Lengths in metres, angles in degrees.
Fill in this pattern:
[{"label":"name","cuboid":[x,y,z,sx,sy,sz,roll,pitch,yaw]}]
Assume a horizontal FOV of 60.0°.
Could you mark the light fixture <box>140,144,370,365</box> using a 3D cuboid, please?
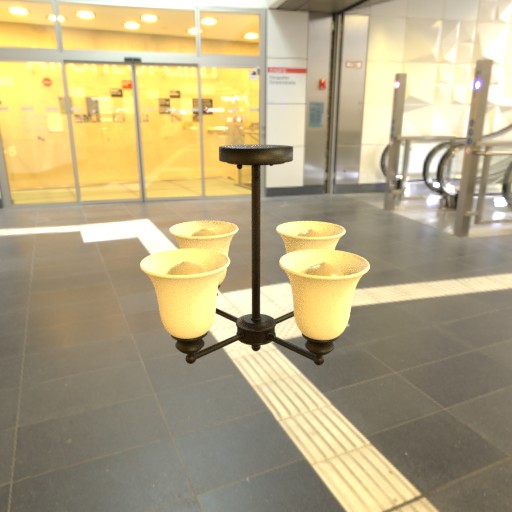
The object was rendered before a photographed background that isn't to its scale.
[{"label":"light fixture","cuboid":[0.000,0.000,1.928,1.069,0.925,1.069,-16,23,-41]}]
